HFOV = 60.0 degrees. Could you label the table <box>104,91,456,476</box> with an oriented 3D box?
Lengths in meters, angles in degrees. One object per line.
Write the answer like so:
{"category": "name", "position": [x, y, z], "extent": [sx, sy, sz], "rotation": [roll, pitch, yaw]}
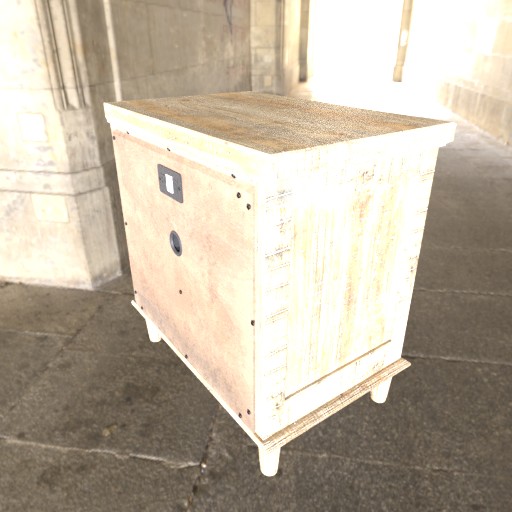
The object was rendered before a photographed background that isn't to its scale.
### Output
{"category": "table", "position": [0.000, 0.000, 1.131], "extent": [0.457, 0.711, 0.686], "rotation": [-18, 31, -32]}
